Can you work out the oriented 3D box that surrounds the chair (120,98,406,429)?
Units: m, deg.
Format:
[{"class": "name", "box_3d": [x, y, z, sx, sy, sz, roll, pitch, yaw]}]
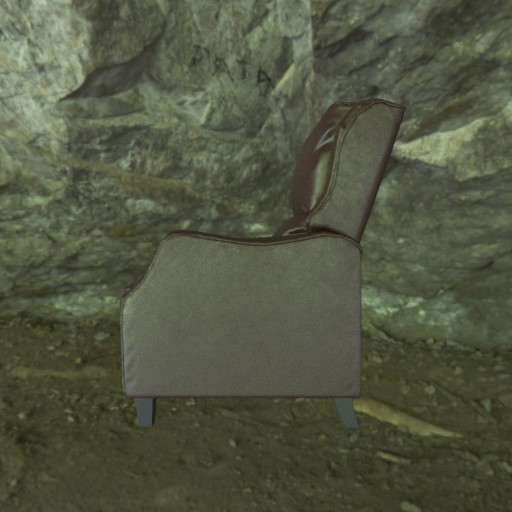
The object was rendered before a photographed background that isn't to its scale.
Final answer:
[{"class": "chair", "box_3d": [0.000, 0.000, 1.803, 0.982, 1.132, 0.770, 0, 0, 0]}]
